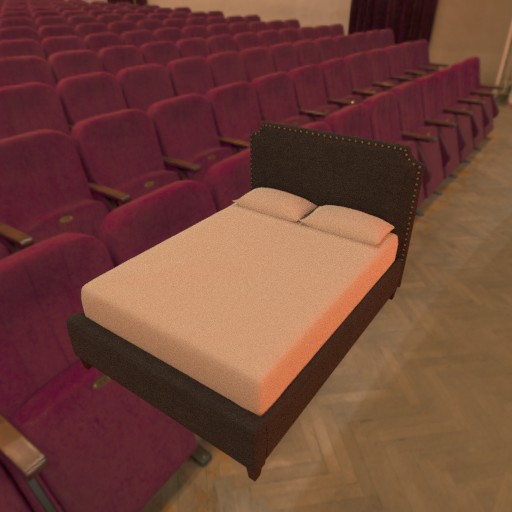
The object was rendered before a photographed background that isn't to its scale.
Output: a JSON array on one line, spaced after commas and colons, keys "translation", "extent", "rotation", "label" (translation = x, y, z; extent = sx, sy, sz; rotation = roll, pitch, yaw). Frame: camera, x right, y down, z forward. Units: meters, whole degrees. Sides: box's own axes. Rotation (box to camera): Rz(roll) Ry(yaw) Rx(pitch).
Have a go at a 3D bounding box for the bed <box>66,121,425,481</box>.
[{"translation": [0.000, 0.000, 3.464], "extent": [1.713, 1.443, 2.372], "rotation": [20, 36, 30], "label": "bed"}]
